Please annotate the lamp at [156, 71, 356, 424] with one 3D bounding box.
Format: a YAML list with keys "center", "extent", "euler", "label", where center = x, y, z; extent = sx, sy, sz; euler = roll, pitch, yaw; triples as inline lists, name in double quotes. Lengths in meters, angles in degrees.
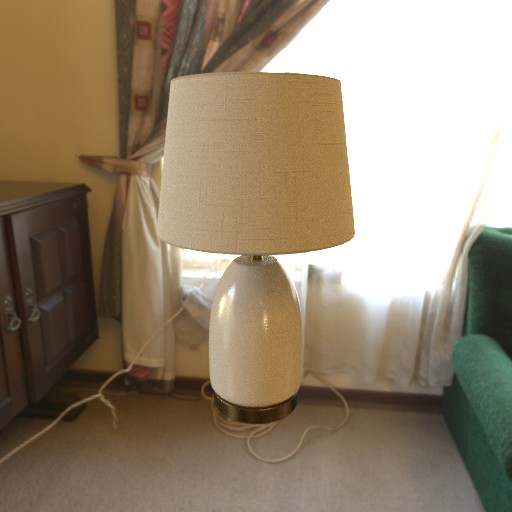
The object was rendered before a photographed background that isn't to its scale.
- center: [0.000, 0.000, 0.660]
  extent: [0.285, 0.483, 0.285]
  euler: [0, 16, 0]
  label: "lamp"
